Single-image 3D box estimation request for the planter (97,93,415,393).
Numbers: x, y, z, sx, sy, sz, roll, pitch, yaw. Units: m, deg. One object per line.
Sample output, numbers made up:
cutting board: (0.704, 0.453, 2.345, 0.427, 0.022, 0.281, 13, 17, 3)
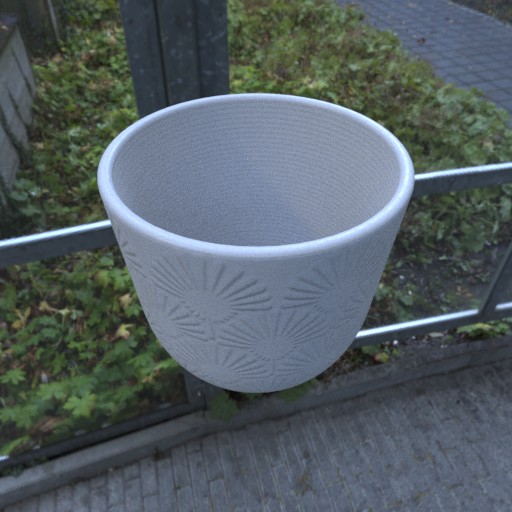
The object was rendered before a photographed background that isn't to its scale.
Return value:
planter: (0.000, 0.000, 0.294, 0.170, 0.152, 0.170, 0, 42, 0)
